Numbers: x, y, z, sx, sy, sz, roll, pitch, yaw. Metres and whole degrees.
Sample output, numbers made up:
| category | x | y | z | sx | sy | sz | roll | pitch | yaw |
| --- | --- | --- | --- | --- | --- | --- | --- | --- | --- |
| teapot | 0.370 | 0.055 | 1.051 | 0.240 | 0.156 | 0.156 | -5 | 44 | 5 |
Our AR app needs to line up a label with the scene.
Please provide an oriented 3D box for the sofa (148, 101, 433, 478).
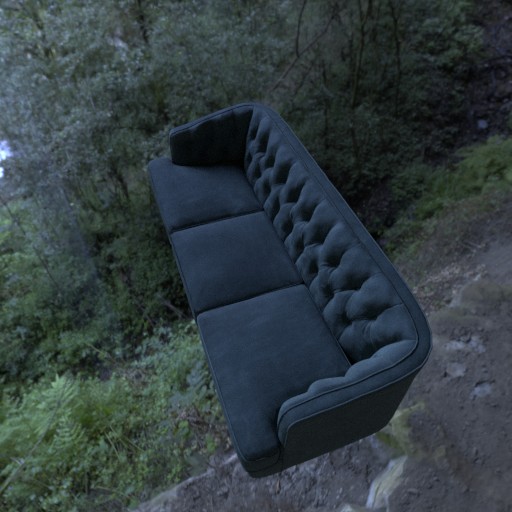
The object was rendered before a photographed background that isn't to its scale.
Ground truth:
| category | x | y | z | sx | sy | sz | roll | pitch | yaw |
| --- | --- | --- | --- | --- | --- | --- | --- | --- | --- |
| sofa | 0.000 | 0.000 | 2.693 | 0.941 | 0.855 | 2.278 | -15 | 49 | -13 |
